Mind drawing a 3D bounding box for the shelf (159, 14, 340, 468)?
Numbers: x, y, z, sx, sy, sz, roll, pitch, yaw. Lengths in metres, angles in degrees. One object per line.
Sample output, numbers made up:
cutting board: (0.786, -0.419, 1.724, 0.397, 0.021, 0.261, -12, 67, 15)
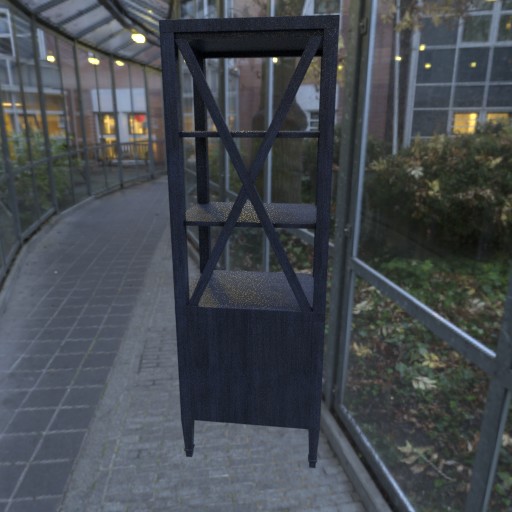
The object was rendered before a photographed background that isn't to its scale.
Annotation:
shelf: (0.000, 0.000, 1.884, 0.584, 1.727, 0.472, 2, 17, 7)
